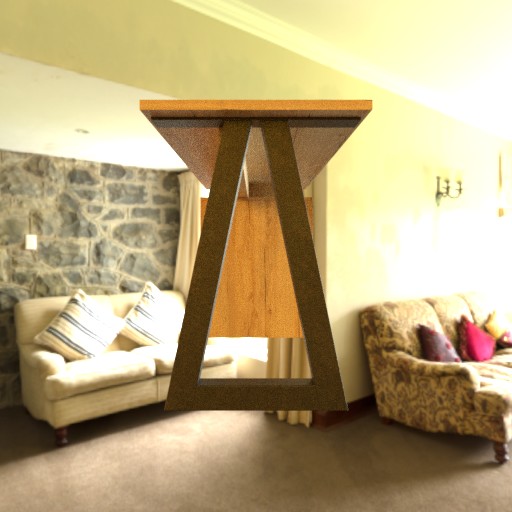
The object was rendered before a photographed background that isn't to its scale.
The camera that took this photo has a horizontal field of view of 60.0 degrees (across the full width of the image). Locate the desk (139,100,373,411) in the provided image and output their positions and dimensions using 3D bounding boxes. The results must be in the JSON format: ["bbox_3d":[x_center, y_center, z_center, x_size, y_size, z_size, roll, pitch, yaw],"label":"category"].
[{"bbox_3d":[0.000,0.000,1.752,0.550,0.760,1.400,0,1,0],"label":"desk"}]
